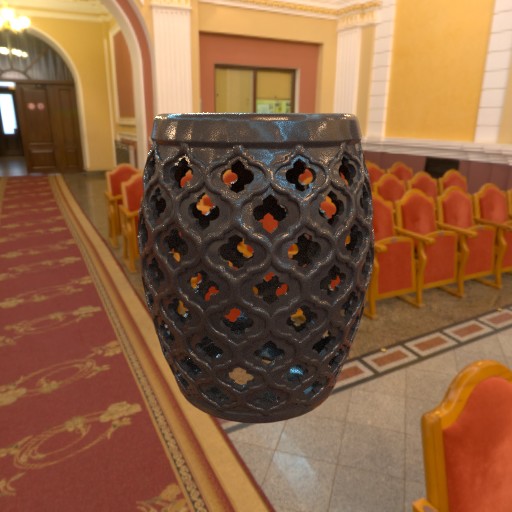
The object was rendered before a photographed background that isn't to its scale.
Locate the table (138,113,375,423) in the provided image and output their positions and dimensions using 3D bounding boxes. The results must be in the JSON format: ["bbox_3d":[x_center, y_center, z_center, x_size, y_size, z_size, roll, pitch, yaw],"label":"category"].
[{"bbox_3d":[0.000,0.000,0.635,0.325,0.388,0.325,0,17,0],"label":"table"}]
